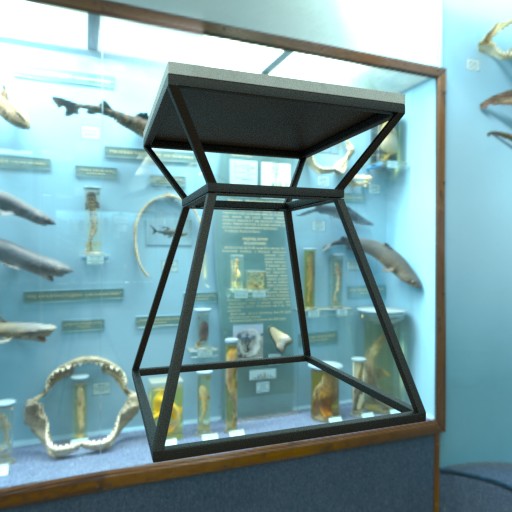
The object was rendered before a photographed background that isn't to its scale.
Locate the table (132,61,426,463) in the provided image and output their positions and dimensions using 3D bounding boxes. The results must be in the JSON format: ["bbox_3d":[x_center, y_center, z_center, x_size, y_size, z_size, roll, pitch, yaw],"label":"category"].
[{"bbox_3d":[0.000,0.000,0.889,0.455,0.559,0.455,0,1,-19],"label":"table"}]
